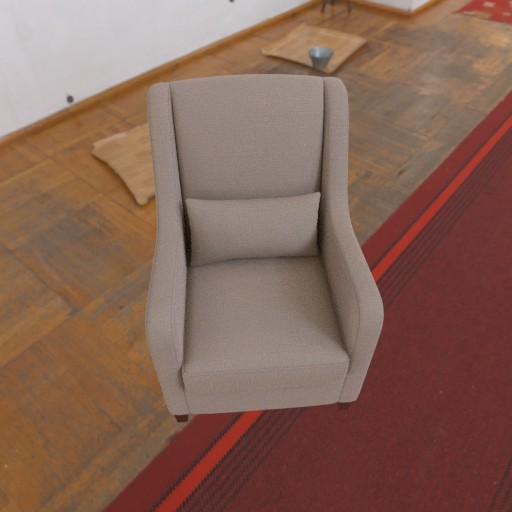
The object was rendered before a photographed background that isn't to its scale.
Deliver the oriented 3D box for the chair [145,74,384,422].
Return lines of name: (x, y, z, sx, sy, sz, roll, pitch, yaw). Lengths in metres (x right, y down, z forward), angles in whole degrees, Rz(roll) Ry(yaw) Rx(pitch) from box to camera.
chair: (0.000, 0.000, 1.659, 0.715, 1.017, 0.896, -3, 46, -3)
